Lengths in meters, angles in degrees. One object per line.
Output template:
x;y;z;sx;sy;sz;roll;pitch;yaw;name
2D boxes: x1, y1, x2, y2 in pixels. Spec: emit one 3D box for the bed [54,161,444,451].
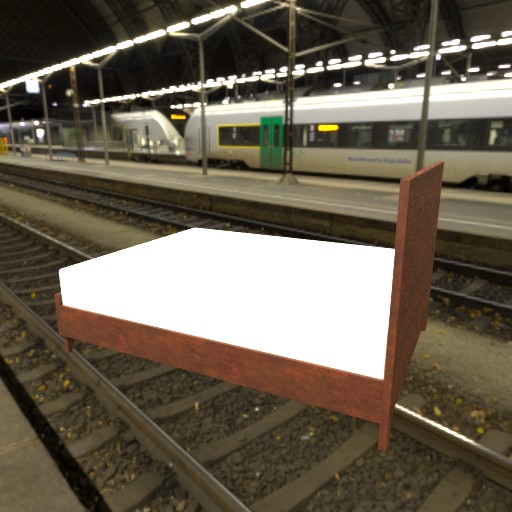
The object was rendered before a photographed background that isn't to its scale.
0.000;0.000;3.095;2.184;1.270;1.600;7;17;26;bed
